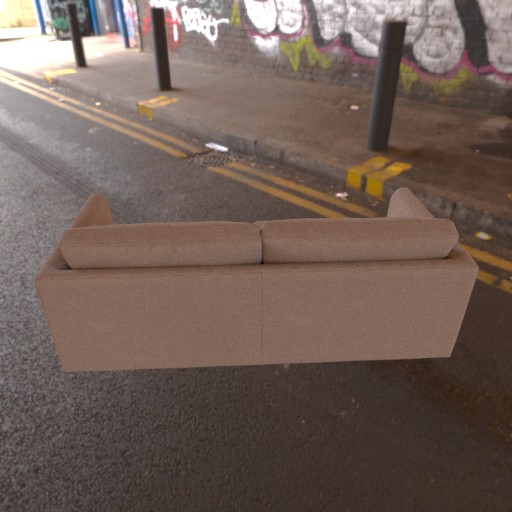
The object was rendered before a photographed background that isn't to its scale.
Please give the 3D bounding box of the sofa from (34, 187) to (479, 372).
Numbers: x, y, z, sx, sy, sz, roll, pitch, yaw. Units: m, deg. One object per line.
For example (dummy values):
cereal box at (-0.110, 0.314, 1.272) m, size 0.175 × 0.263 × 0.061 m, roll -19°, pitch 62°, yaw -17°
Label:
sofa at (0.000, 0.000, 2.779) m, size 2.588 × 0.838 × 1.090 m, roll -2°, pitch 31°, yaw -3°
